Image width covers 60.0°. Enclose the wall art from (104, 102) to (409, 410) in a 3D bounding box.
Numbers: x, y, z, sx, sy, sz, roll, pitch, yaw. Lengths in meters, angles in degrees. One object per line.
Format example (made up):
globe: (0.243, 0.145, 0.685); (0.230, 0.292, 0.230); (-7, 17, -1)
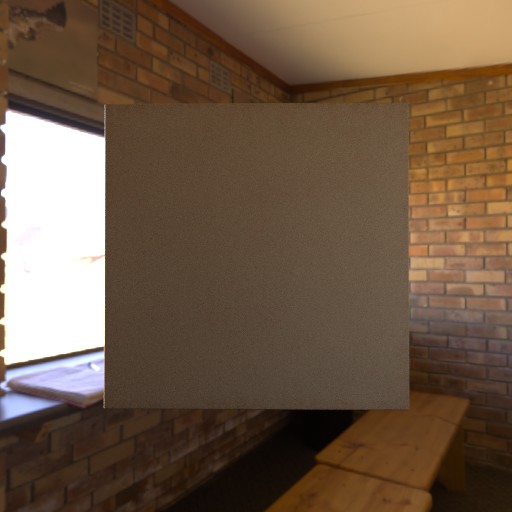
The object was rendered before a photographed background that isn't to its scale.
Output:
wall art: (0.000, 0.000, 0.746); (0.503, 0.506, 0.030); (0, -1, 1)
